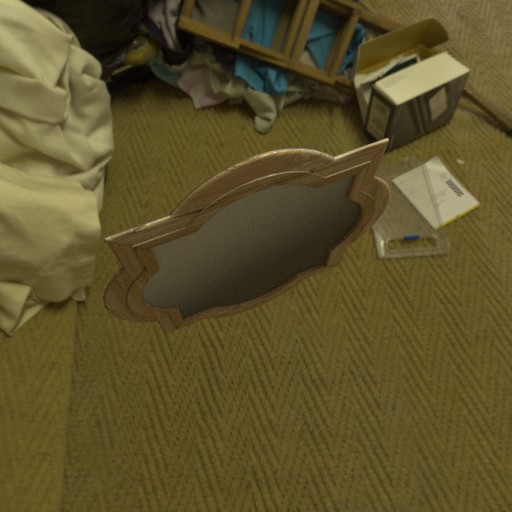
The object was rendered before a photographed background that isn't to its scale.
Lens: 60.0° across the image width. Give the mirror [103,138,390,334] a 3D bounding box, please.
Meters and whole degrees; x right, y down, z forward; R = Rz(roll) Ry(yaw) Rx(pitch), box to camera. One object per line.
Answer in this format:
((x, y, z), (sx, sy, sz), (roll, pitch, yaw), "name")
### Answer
((0.000, 0.000, 1.032), (0.686, 0.686, 0.019), (-21, 65, -10), "mirror")
